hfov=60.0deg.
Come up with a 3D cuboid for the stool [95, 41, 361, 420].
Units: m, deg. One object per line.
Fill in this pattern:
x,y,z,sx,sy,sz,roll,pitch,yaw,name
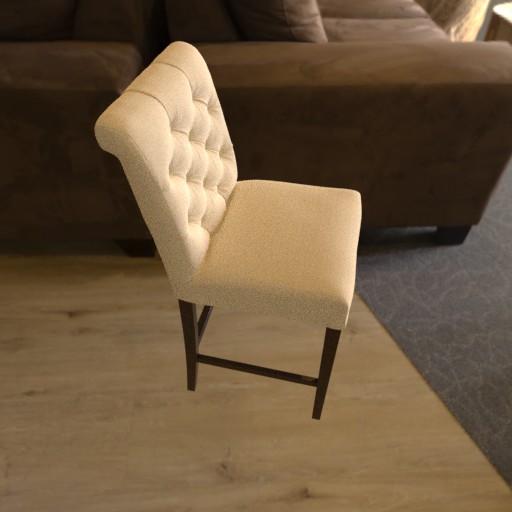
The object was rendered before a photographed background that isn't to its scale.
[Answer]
0.000,0.000,1.404,0.610,1.118,0.482,9,47,9,stool
